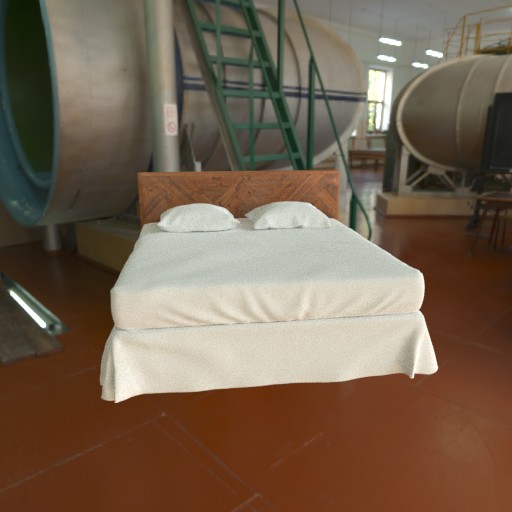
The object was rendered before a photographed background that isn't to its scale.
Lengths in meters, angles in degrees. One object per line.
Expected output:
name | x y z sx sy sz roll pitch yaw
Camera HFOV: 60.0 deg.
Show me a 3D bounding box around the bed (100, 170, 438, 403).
bed | 0.000 0.000 3.572 2.255 1.158 2.165 -2 16 -8
